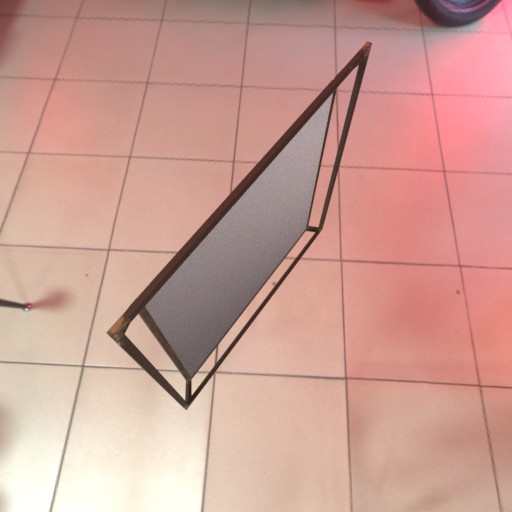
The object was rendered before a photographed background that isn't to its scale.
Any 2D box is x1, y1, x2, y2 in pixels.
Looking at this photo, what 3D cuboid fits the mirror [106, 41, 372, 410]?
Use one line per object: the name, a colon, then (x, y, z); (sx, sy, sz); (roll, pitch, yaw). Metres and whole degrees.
mirror: (0.000, 0.000, 0.895); (0.032, 0.610, 0.610); (33, 68, 15)
